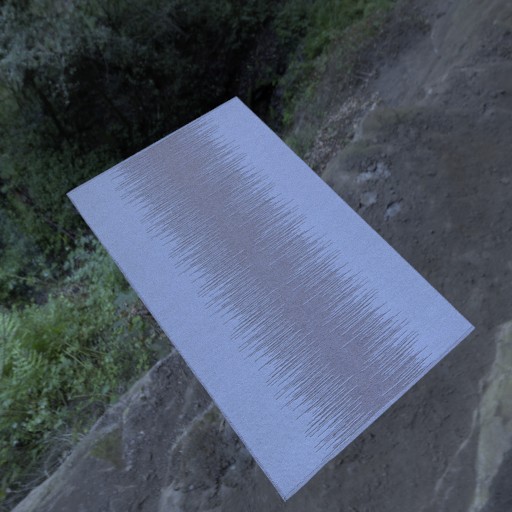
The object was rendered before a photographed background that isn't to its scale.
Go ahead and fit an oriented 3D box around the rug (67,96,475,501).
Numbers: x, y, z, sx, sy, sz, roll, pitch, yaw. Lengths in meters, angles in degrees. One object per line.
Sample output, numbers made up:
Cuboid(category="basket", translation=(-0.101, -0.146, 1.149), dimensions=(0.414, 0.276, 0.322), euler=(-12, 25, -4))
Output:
Cuboid(category="rug", translation=(0.000, 0.000, 2.935), dimensions=(1.522, 0.012, 2.440), euler=(-35, 69, -16))
